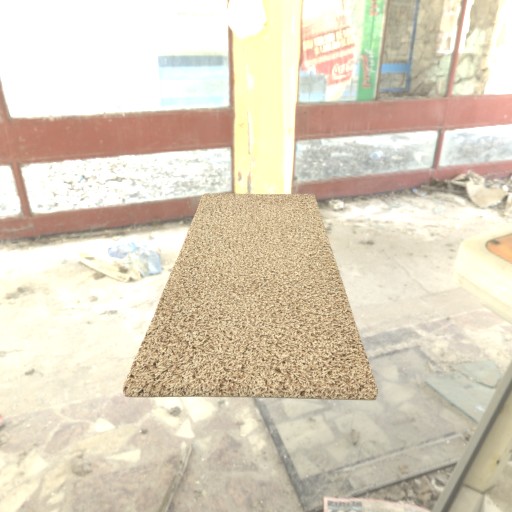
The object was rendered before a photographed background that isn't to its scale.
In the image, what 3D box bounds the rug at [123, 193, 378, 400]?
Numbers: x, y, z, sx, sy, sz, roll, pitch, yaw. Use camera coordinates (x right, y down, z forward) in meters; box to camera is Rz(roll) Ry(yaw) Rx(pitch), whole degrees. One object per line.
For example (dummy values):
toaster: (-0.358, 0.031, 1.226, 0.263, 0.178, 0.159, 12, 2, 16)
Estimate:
rug: (0.000, 0.000, 1.732, 0.609, 0.030, 1.524, 0, 26, 1)
